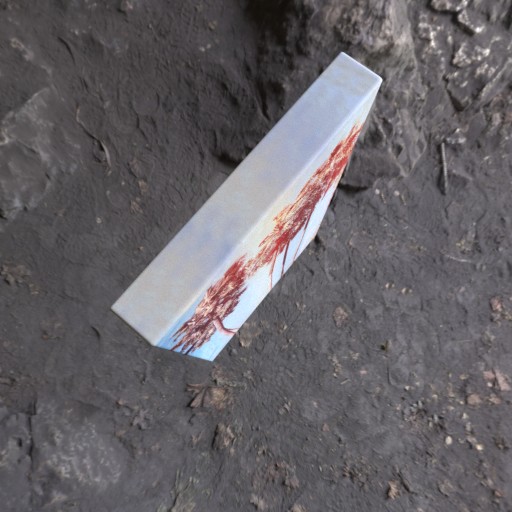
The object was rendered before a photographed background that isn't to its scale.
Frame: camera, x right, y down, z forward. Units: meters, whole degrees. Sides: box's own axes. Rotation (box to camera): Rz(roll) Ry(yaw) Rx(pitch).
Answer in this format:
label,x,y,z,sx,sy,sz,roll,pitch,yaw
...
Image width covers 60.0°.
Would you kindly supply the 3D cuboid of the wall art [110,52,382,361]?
label,x,y,z,sx,sy,sz,roll,pitch,yaw
wall art,0.000,0.000,0.488,0.039,0.380,0.251,38,78,9
